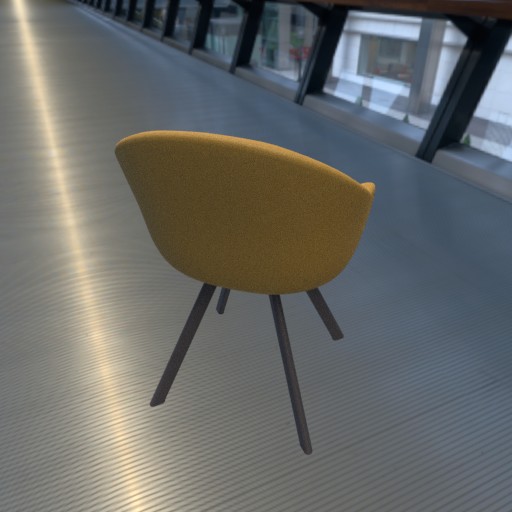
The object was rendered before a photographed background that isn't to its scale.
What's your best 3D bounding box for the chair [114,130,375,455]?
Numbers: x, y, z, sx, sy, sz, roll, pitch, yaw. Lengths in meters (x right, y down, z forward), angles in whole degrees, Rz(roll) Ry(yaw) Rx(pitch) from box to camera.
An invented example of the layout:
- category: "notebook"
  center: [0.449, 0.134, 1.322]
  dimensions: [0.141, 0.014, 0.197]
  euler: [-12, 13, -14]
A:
- category: "chair"
  center: [0.000, 0.000, 1.166]
  dimensions: [0.551, 0.793, 0.583]
  euler: [10, 33, 17]
